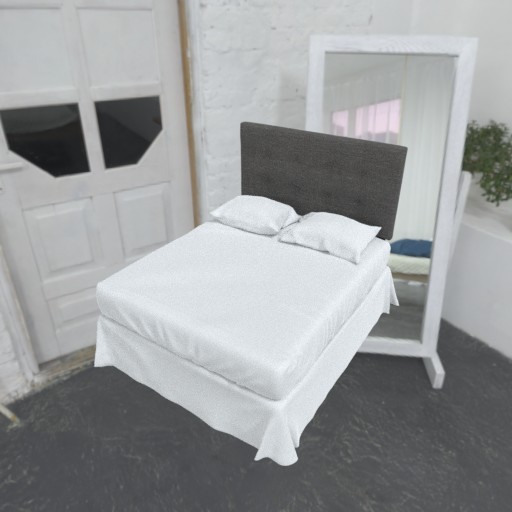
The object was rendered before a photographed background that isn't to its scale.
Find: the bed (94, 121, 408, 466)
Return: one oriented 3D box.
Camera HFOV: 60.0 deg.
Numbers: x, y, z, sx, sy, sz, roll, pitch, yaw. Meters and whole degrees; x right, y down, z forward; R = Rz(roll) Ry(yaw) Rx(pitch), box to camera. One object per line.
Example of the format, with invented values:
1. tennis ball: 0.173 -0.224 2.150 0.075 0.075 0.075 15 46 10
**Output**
1. bed: 0.000 0.000 3.622 1.936 1.577 2.222 18 35 29
